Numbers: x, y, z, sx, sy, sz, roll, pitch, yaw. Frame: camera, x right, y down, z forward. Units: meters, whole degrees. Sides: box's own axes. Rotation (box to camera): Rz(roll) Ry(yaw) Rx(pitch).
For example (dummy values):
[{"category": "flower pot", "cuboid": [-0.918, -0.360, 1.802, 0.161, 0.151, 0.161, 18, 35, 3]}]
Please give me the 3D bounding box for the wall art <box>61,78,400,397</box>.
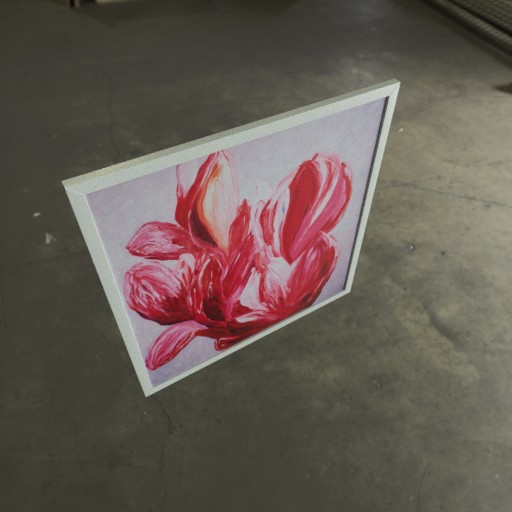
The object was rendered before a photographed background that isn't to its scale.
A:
[{"category": "wall art", "cuboid": [0.000, 0.000, 1.224, 0.805, 0.803, 0.022, -24, 51, -21]}]
